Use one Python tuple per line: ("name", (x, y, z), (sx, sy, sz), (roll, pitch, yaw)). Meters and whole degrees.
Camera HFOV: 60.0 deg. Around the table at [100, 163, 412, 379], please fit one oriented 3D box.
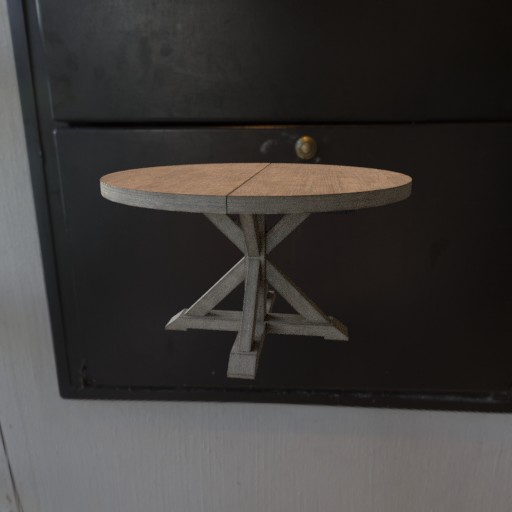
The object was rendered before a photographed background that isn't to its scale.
("table", (0.000, 0.000, 2.145), (1.363, 0.781, 1.363), (0, 16, 0))
